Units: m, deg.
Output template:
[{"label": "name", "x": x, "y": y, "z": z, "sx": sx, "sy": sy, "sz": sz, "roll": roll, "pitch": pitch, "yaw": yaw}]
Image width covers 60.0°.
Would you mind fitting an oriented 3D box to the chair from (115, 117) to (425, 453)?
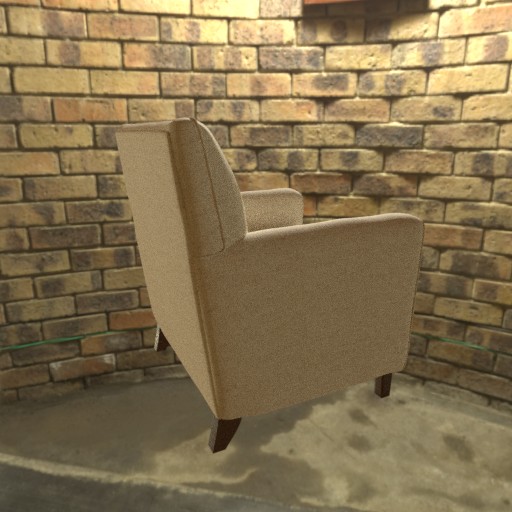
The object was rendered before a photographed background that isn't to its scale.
[{"label": "chair", "x": 0.000, "y": 0.000, "z": 1.631, "sx": 0.823, "sy": 0.943, "sz": 0.870, "roll": -7, "pitch": 17, "yaw": -25}]
